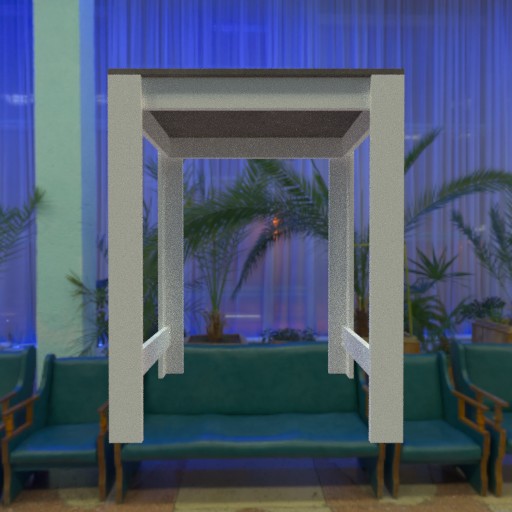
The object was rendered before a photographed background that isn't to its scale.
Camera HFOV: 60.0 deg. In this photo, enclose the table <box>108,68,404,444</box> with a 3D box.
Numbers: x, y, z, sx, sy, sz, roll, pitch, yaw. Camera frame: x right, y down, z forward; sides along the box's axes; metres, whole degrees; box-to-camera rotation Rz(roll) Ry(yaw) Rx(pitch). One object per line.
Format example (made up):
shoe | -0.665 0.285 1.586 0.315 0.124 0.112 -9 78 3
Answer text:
table | 0.000 0.000 1.550 0.800 1.020 0.700 0 1 0
